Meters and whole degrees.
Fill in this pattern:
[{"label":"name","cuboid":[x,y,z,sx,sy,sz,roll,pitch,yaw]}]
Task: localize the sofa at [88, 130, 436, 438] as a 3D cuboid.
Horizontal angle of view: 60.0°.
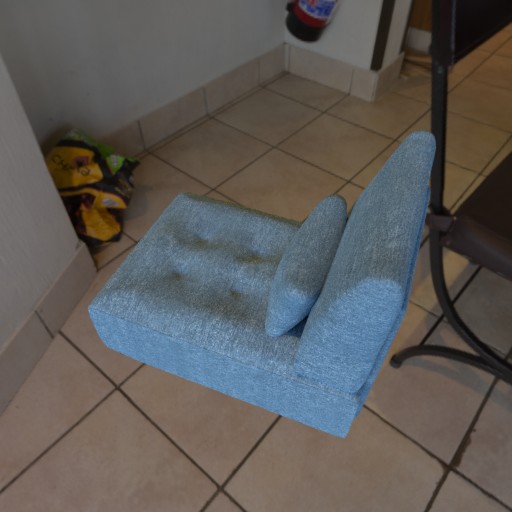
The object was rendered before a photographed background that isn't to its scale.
[{"label":"sofa","cuboid":[0.000,0.000,1.558,1.000,0.820,0.700,16,49,14]}]
